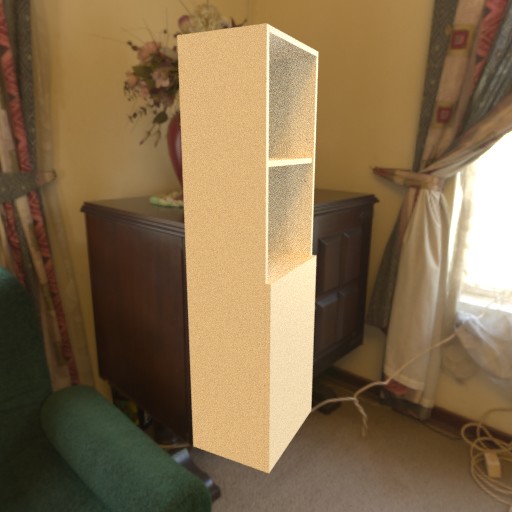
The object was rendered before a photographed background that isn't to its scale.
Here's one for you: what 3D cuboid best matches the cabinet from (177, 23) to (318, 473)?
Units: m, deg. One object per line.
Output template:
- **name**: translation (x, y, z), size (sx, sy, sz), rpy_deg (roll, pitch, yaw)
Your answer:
- **cabinet**: translation (0.000, 0.000, 1.532), size (0.300, 1.350, 0.400), rpy_deg (7, 16, 26)
